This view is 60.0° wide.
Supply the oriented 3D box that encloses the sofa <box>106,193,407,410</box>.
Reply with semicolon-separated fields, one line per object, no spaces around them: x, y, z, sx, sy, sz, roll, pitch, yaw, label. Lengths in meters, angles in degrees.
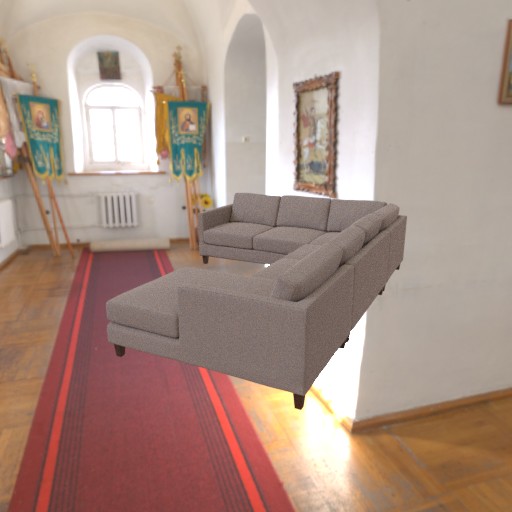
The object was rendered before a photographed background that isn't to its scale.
0.000;0.000;4.570;2.424;0.865;3.438;8;17;26;sofa
